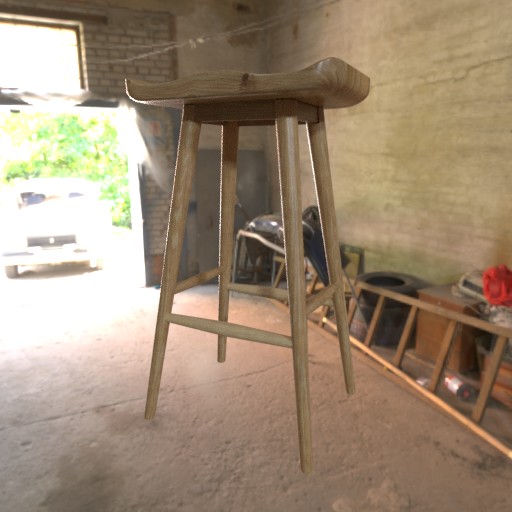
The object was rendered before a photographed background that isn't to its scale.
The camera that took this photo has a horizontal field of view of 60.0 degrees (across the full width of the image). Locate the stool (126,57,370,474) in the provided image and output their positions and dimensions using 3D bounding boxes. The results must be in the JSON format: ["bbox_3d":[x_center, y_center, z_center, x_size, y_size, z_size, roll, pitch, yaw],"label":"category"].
[{"bbox_3d":[0.000,0.000,0.934,0.407,0.698,0.322,7,15,26],"label":"stool"}]
